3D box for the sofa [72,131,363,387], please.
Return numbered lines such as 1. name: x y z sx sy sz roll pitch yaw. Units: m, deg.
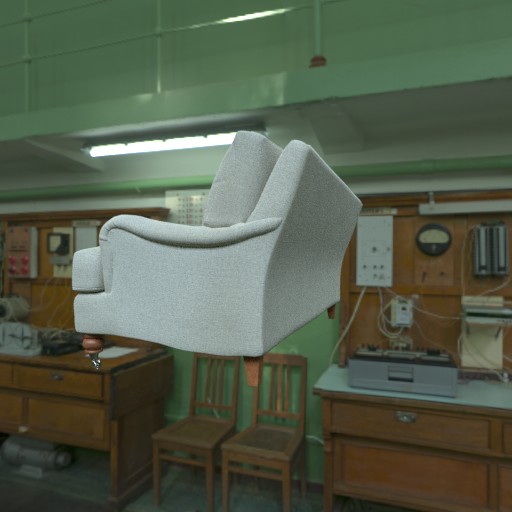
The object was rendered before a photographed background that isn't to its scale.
1. sofa: 0.000 0.000 2.714 1.091 0.997 2.070 0 0 19
